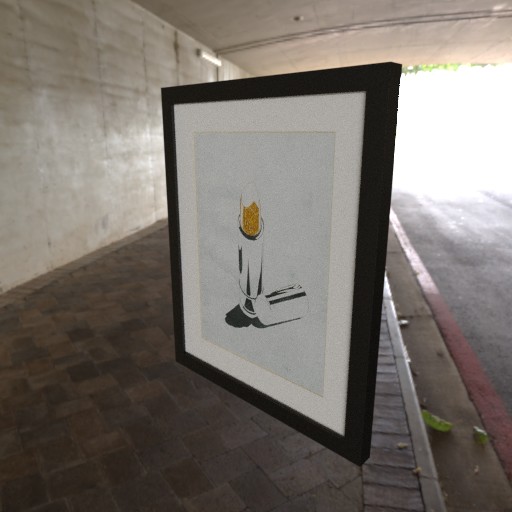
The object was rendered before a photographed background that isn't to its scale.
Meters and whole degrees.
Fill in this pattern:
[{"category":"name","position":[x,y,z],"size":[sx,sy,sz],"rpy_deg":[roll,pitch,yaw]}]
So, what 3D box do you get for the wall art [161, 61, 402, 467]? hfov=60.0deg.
[{"category":"wall art","position":[0.000,0.000,0.747],"size":[0.457,0.559,0.029],"rpy_deg":[15,21,42]}]
